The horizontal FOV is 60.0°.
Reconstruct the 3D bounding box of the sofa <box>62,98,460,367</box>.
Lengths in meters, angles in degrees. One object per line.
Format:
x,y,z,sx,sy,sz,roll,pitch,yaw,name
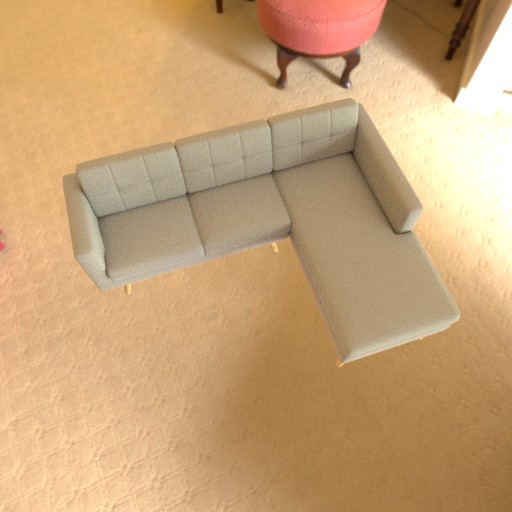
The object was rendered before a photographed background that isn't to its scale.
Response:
0.000,0.000,2.774,2.040,0.860,1.530,-16,64,-8,sofa
